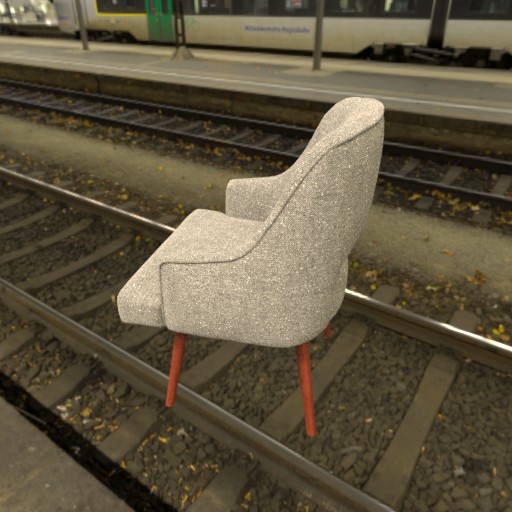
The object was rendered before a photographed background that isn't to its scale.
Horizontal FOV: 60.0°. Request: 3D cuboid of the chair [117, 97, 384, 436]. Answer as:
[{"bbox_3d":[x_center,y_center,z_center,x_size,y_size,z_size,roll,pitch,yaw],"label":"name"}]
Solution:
[{"bbox_3d":[0.000,0.000,1.308,0.629,0.875,0.608,7,30,12],"label":"chair"}]
